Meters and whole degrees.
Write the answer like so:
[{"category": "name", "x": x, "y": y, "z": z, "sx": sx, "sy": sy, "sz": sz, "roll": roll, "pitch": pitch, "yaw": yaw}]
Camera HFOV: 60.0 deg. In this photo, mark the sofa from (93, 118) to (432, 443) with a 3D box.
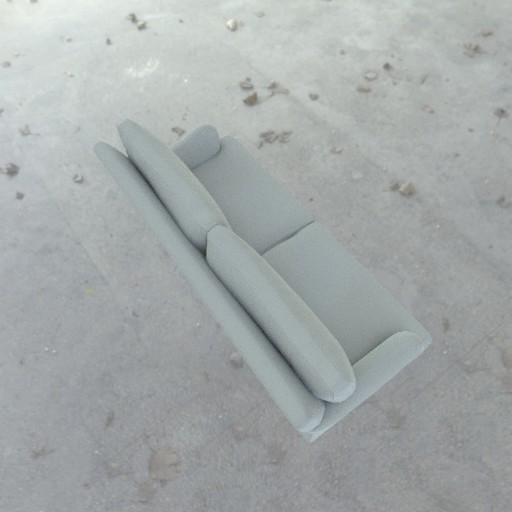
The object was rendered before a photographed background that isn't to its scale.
[{"category": "sofa", "x": 0.000, "y": 0.000, "z": 2.876, "sx": 1.069, "sy": 1.096, "sz": 2.193, "roll": -31, "pitch": 62, "yaw": -19}]
